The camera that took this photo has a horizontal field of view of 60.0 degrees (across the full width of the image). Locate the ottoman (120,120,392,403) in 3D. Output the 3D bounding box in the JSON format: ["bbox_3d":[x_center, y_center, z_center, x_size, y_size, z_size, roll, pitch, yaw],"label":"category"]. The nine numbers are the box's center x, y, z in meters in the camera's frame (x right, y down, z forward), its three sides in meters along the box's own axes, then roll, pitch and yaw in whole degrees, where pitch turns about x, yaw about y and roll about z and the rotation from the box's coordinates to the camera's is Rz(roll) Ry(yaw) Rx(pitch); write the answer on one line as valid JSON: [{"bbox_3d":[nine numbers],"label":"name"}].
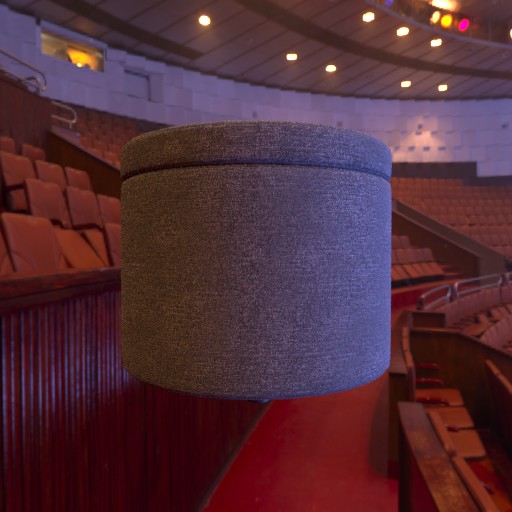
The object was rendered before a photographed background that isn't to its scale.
[{"bbox_3d":[0.000,0.000,0.855,0.500,0.419,0.500,0,1,0],"label":"ottoman"}]
